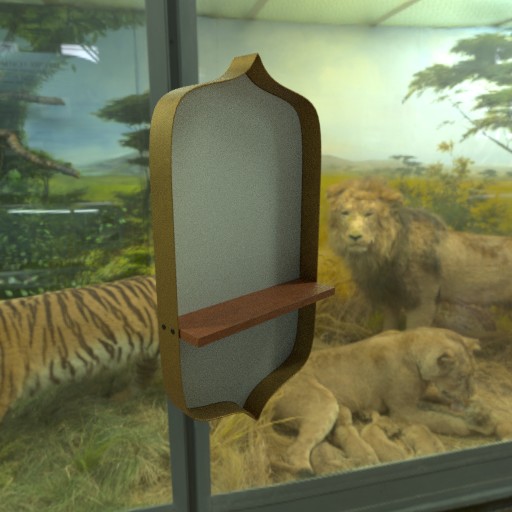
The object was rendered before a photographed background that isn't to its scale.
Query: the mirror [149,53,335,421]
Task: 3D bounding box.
[{"bbox_3d":[0.000,0.000,0.725,0.323,0.613,0.096,-14,20,-43],"label":"mirror"}]
